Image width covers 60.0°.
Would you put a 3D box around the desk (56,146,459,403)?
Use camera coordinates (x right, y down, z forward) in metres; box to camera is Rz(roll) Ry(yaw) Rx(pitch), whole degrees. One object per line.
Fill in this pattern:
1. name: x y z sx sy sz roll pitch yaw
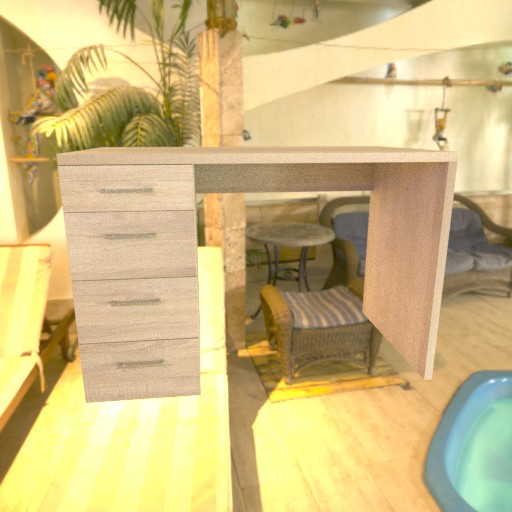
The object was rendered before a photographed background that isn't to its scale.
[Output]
1. desk: 0.000 0.000 1.562 1.100 0.731 0.600 -2 16 -7
